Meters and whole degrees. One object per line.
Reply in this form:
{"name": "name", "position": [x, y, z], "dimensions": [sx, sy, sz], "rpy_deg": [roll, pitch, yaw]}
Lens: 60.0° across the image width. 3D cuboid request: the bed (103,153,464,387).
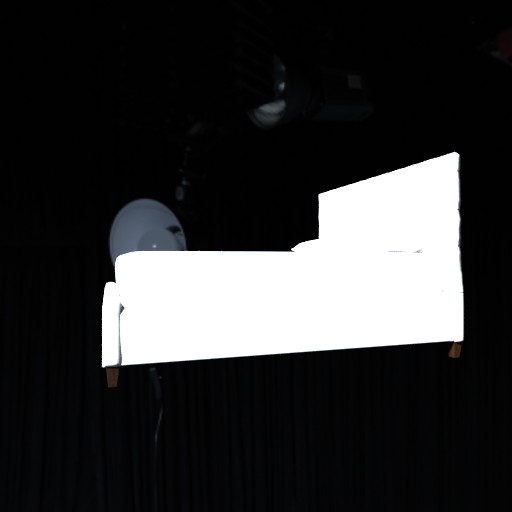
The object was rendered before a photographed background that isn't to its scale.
{"name": "bed", "position": [0.000, 0.000, 3.683], "dimensions": [2.387, 1.427, 2.078], "rpy_deg": [0, -1, -18]}
